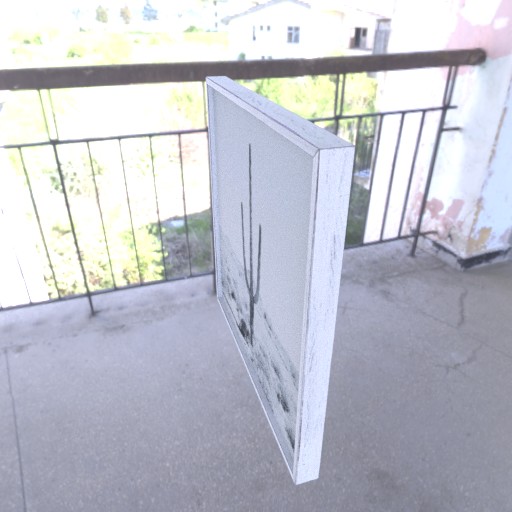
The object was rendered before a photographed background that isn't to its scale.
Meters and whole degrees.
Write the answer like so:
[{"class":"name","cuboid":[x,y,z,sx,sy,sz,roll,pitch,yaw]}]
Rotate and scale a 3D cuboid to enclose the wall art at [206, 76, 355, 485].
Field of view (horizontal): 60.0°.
[{"class":"wall art","cuboid":[0.000,0.000,0.753,0.038,0.508,0.508,-9,31,-15]}]
